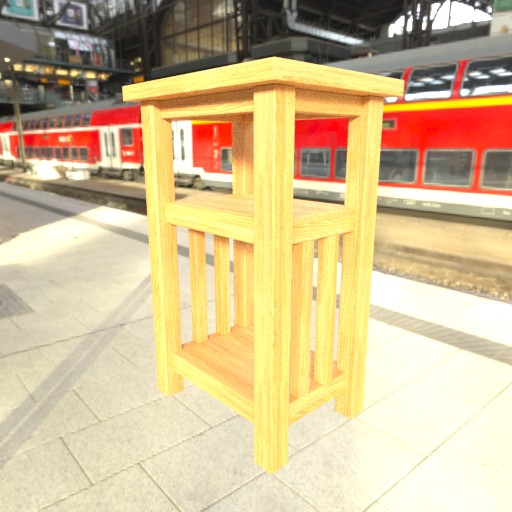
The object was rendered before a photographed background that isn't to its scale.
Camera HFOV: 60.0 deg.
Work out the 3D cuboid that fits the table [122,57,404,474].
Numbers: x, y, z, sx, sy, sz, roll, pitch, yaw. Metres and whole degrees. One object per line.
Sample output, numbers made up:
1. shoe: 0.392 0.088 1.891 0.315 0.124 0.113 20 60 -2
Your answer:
1. table: 0.000 0.000 0.752 0.270 0.550 0.350 -13 19 -41
